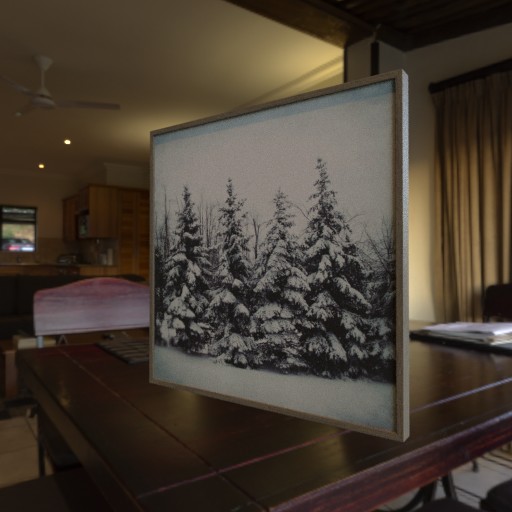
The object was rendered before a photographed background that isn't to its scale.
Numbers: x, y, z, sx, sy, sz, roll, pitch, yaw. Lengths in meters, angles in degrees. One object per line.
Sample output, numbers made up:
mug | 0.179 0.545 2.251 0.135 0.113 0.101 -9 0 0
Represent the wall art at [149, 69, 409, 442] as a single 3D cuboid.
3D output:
wall art | 0.000 0.000 1.134 0.758 0.758 0.039 0 -1 35
